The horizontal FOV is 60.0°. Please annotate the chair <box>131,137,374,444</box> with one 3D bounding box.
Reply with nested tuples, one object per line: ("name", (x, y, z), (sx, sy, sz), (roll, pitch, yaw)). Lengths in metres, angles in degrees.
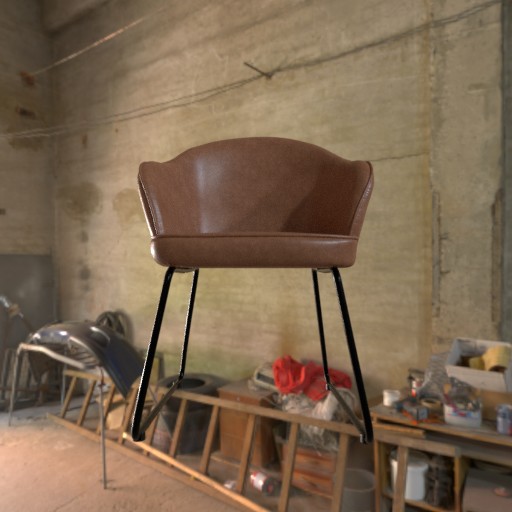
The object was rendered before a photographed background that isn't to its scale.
("chair", (0.000, 0.000, 1.188), (0.582, 0.785, 0.580), (0, 0, 1))
